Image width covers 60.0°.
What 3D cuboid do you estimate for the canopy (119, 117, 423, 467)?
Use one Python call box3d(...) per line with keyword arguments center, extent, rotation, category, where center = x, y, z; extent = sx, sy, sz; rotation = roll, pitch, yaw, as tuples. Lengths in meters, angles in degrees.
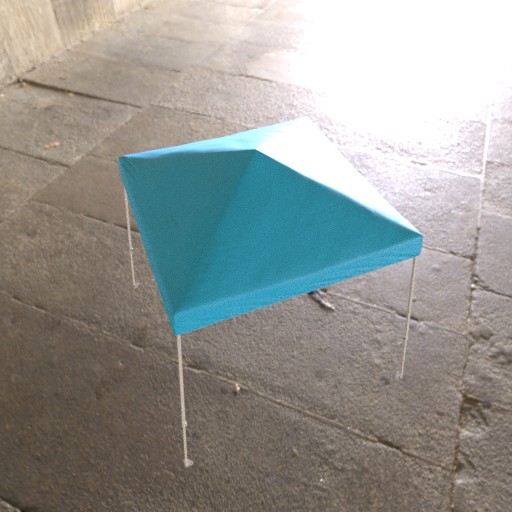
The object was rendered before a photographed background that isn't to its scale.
box3d(center=(0.000, 0.000, 5.131), extent=(2.848, 2.849, 2.849), rotation=(-17, 48, -15), category="canopy")
